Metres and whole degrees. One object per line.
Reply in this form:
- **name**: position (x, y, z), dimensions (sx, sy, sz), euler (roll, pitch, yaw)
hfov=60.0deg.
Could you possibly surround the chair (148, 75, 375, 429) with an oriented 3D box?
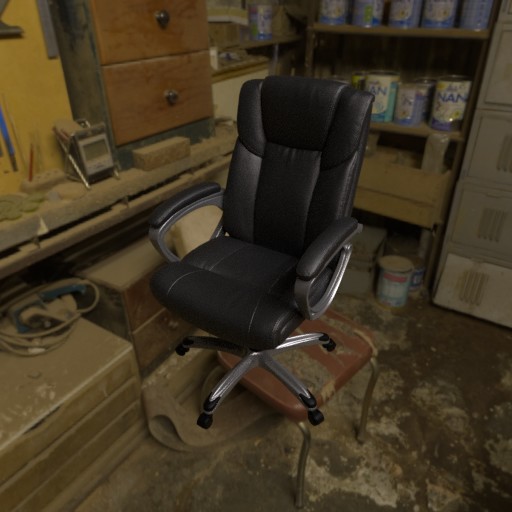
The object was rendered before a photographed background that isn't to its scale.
- **chair**: position (0.000, 0.000, 1.590), dimensions (0.721, 1.130, 0.719), euler (20, 36, 30)
